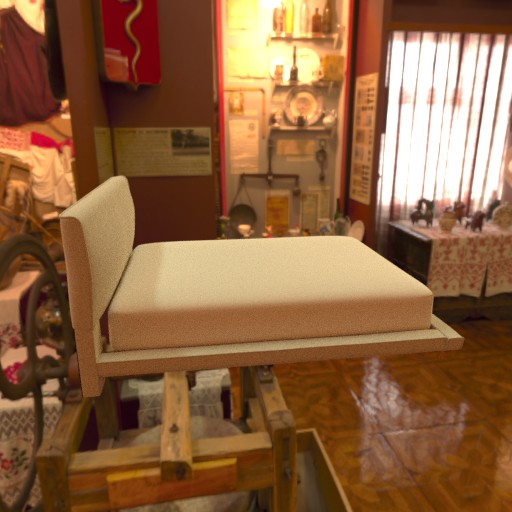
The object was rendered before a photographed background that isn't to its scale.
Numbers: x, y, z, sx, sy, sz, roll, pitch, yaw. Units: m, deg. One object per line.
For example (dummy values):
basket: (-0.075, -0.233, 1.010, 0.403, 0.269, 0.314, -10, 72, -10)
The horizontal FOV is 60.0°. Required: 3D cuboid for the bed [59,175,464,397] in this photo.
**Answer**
bed: (0.000, 0.000, 3.379, 2.368, 1.067, 1.840, -2, 17, -8)
